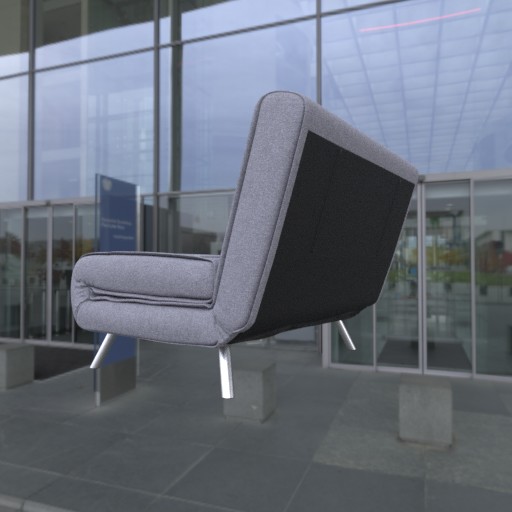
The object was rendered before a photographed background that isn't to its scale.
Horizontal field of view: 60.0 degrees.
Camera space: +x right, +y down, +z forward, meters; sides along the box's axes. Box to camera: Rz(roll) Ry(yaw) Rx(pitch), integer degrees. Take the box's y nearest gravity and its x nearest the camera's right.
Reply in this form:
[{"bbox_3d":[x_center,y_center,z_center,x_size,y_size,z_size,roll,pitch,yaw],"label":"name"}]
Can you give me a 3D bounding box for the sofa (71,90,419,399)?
[{"bbox_3d":[0.000,0.000,1.757,1.000,0.825,1.020,-1,-1,35],"label":"sofa"}]
